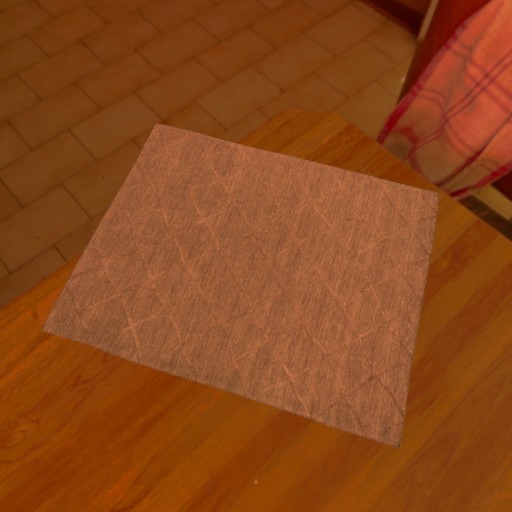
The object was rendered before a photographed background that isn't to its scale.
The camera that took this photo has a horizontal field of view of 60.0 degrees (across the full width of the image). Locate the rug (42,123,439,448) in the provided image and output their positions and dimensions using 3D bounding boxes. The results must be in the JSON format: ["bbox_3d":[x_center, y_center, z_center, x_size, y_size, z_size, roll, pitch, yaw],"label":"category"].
[{"bbox_3d":[0.000,0.000,4.040,3.048,0.013,2.438,16,64,8],"label":"rug"}]
